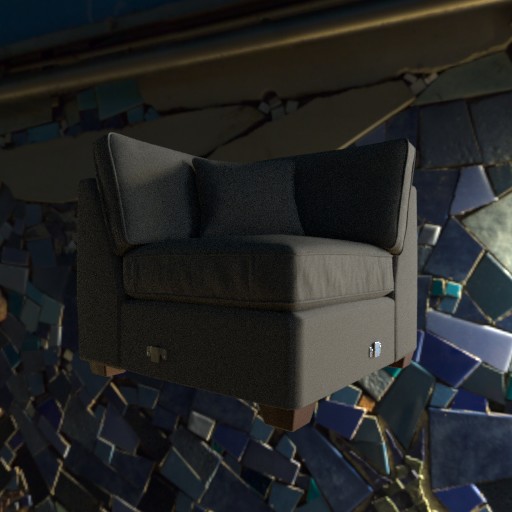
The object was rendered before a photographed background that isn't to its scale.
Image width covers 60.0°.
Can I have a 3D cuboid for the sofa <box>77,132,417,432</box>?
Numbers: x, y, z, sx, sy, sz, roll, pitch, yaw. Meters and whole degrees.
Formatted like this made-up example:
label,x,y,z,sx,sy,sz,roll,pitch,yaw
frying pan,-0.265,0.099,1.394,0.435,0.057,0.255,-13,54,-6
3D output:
label,x,y,z,sx,sy,sz,roll,pitch,yaw
sofa,0.000,0.000,1.947,1.146,1.002,1.084,0,0,37
